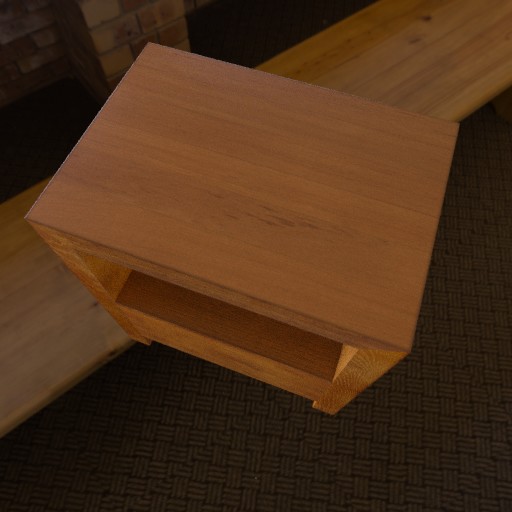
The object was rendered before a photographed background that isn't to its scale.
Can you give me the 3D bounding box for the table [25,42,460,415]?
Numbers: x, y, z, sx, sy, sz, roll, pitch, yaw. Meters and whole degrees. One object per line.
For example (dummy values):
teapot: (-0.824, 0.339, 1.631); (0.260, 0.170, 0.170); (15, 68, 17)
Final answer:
table: (0.000, 0.000, 0.937); (0.550, 0.605, 0.400); (18, 65, 9)
